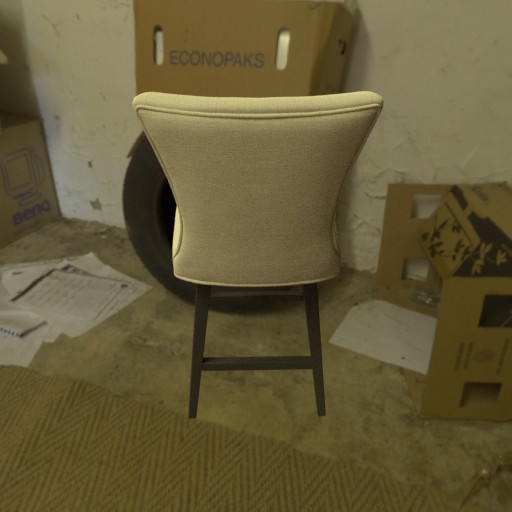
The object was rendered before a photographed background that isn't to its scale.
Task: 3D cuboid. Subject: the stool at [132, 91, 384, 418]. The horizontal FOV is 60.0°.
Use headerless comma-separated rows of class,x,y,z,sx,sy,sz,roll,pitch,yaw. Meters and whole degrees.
stool,0.000,0.000,1.332,0.514,1.000,0.574,-1,29,-1
